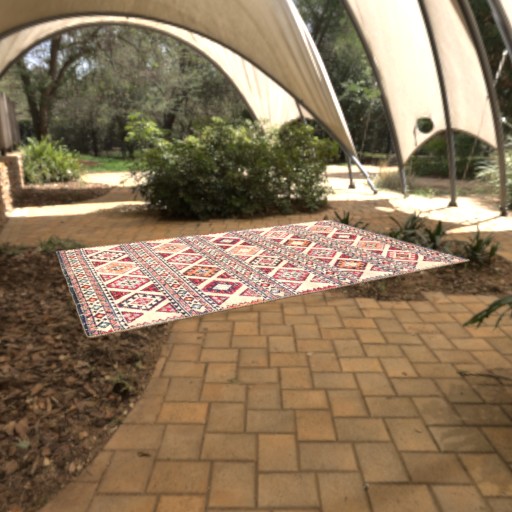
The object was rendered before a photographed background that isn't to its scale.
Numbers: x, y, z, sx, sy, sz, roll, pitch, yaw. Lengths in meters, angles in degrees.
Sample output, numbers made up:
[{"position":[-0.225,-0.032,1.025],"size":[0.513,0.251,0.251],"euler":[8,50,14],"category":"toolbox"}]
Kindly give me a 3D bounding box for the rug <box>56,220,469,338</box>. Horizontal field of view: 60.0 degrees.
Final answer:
[{"position":[0.000,0.000,3.069],"size":[2.440,0.010,1.545],"euler":[-8,18,-27],"category":"rug"}]
